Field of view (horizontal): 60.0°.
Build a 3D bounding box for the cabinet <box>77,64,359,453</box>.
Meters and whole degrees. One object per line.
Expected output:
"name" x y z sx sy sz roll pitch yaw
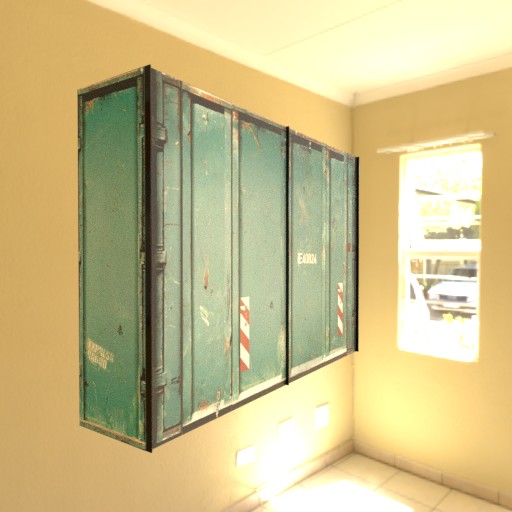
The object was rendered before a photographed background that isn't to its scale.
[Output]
"cabinet" 0.000 0.000 3.881 0.680 2.160 3.001 1 1 35
